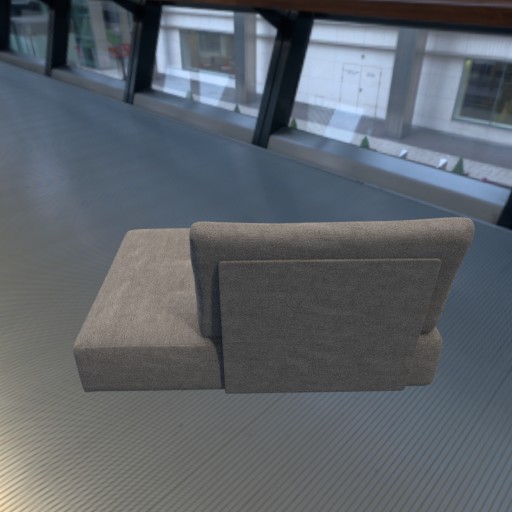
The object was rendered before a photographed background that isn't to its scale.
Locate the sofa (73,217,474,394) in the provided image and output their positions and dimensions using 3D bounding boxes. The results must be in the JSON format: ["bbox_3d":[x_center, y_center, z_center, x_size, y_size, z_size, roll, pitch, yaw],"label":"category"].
[{"bbox_3d":[0.000,0.000,1.996,1.450,0.820,1.002,-1,32,-1],"label":"sofa"}]
